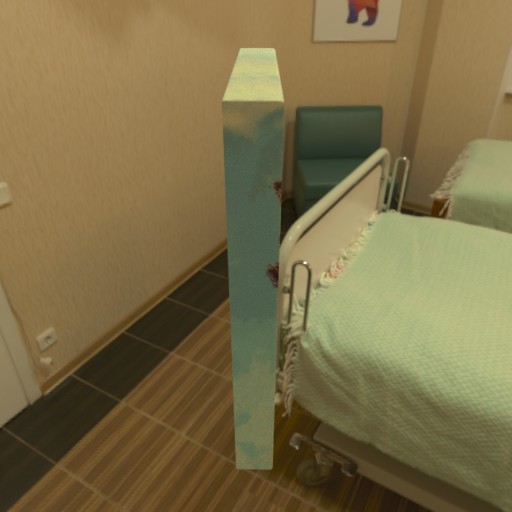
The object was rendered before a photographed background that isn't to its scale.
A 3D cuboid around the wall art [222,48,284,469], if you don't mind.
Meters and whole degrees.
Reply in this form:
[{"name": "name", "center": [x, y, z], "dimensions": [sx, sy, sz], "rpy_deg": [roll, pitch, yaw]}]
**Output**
[{"name": "wall art", "center": [0.000, 0.000, 0.478], "dimensions": [0.039, 0.380, 0.251], "rpy_deg": [0, 32, 1]}]
